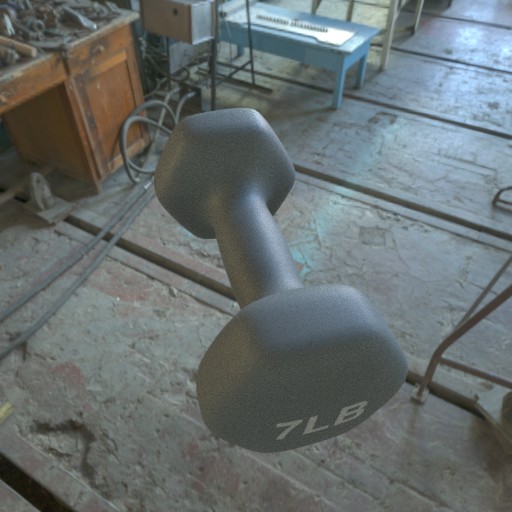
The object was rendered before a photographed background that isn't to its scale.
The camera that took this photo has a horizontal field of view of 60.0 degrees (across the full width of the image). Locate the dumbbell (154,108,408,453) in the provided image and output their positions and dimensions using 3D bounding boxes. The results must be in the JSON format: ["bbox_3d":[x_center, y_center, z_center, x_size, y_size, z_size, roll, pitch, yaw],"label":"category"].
[{"bbox_3d":[0.000,0.000,0.231,0.090,0.081,0.184,-11,48,-10],"label":"dumbbell"}]
